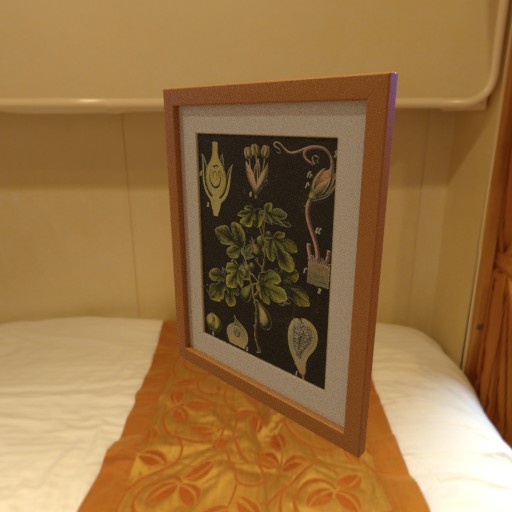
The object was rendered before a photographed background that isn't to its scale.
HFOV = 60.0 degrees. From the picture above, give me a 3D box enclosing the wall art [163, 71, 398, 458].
[{"bbox_3d":[0.000,0.000,0.518,0.310,0.379,0.015,16,23,41],"label":"wall art"}]
